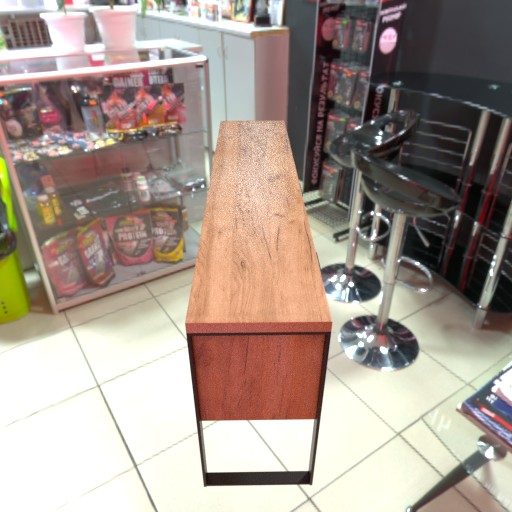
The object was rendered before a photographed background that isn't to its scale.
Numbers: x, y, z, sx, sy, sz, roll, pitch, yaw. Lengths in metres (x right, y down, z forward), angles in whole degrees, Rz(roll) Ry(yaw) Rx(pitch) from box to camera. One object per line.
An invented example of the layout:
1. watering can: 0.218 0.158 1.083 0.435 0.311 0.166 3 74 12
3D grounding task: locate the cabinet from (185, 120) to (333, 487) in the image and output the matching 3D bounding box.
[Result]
1. cabinet: 0.000 0.000 2.108 0.395 0.762 1.800 0 33 -1
